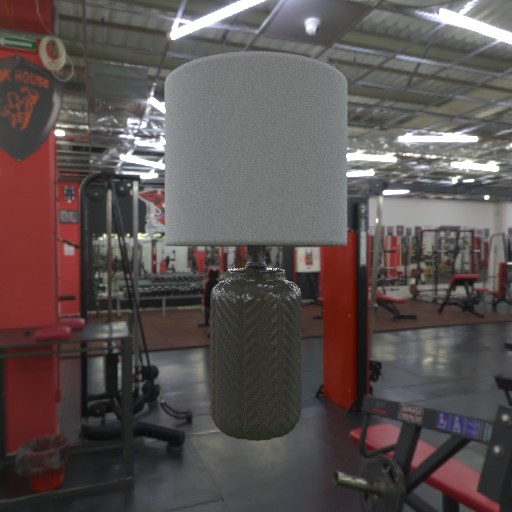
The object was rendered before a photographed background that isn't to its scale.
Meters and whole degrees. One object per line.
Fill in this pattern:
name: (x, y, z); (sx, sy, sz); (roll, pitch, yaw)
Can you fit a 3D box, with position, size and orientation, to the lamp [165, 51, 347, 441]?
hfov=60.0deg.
lamp: (0.000, 0.000, 0.505); (0.203, 0.389, 0.203); (0, 1, -18)
